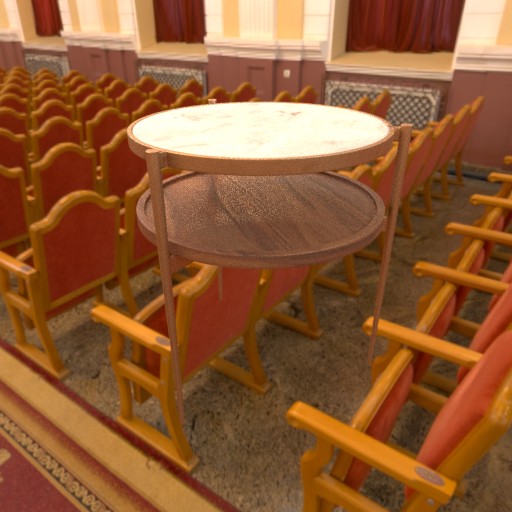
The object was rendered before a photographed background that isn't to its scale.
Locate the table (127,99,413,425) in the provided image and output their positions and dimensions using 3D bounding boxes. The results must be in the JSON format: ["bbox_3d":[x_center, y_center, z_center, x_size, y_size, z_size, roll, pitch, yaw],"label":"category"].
[{"bbox_3d":[0.000,0.000,0.831,0.430,0.493,0.456,20,34,32],"label":"table"}]
